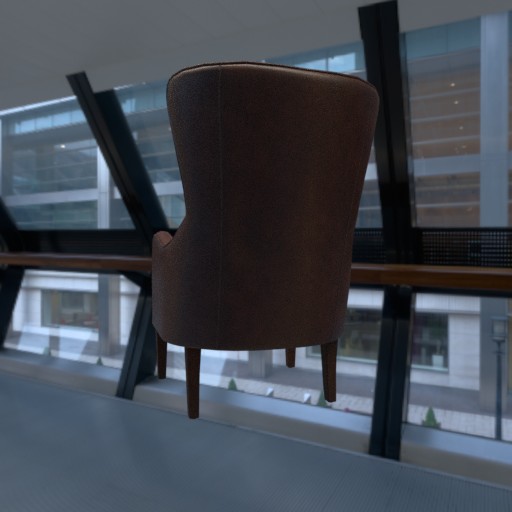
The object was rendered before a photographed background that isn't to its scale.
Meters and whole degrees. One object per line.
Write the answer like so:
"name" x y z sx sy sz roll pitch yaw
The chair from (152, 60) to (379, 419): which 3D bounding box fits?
"chair" 0.000 0.000 1.609 0.692 1.048 0.914 0 1 -18
